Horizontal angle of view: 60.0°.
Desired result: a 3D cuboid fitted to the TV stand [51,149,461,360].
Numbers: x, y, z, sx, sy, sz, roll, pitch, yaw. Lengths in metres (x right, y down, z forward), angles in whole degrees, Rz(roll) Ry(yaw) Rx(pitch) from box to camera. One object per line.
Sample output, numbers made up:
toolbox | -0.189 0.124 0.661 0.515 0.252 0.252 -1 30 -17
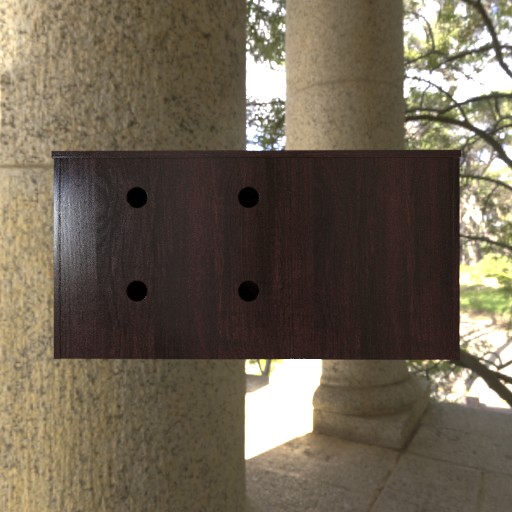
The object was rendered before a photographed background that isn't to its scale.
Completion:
TV stand | 0.000 0.000 1.489 1.192 0.614 0.404 0 0 1
